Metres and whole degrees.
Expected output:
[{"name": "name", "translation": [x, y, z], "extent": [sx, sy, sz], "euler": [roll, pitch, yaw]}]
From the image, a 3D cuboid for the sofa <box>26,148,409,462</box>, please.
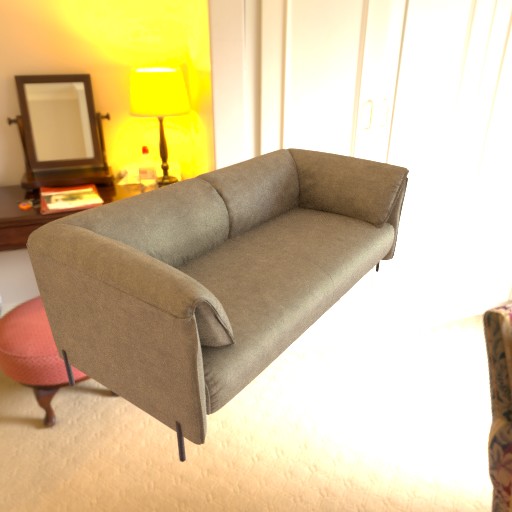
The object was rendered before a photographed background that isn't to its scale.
[{"name": "sofa", "translation": [0.000, 0.000, 2.284], "extent": [0.905, 0.747, 1.878], "euler": [17, 30, 32]}]
